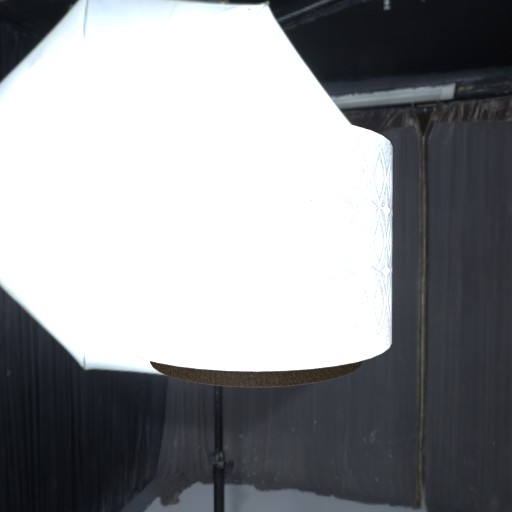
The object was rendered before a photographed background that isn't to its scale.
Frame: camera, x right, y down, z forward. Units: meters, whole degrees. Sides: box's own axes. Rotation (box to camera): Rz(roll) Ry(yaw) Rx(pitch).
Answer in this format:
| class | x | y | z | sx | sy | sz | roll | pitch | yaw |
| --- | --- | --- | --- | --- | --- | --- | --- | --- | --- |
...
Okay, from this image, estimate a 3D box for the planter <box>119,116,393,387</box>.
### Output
| class | x | y | z | sx | sy | sz | roll | pitch | yaw |
| --- | --- | --- | --- | --- | --- | --- | --- | --- | --- |
| planter | 0.000 | 0.000 | 0.317 | 0.186 | 0.144 | 0.186 | 0 | 1 | 0 |
